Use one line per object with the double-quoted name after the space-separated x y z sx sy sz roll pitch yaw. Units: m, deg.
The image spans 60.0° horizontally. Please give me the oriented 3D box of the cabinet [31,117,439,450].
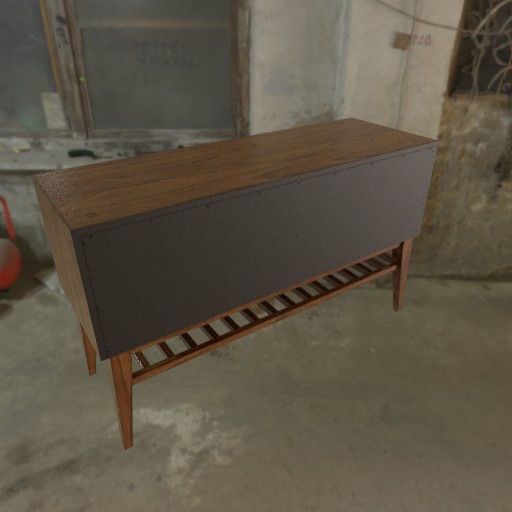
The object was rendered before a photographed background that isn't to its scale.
0.000 0.000 1.732 1.363 0.802 0.477 -19 35 -29 "cabinet"
